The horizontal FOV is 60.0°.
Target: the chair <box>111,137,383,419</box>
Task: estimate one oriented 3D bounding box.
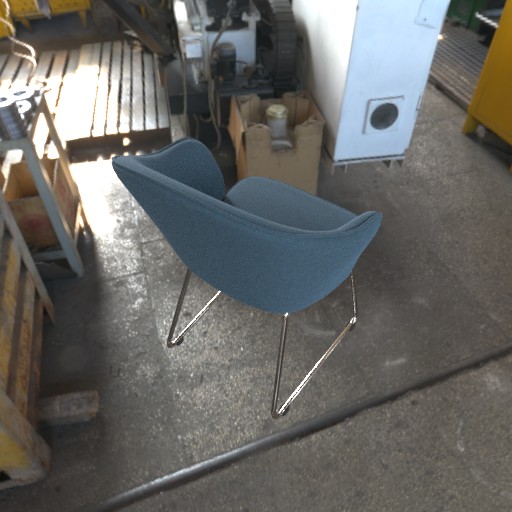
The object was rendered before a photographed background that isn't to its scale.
[{"bbox_3d":[0.000,0.000,1.212,0.570,0.815,0.585,27,51,24],"label":"chair"}]
